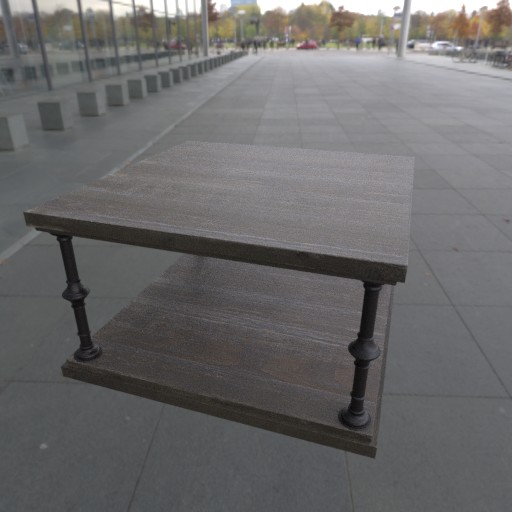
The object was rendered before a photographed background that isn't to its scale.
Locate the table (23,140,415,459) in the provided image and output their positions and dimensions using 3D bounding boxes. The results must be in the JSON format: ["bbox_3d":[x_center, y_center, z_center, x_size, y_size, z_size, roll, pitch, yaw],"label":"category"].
[{"bbox_3d":[0.000,0.000,1.123,0.696,0.400,0.696,8,27,17],"label":"table"}]
